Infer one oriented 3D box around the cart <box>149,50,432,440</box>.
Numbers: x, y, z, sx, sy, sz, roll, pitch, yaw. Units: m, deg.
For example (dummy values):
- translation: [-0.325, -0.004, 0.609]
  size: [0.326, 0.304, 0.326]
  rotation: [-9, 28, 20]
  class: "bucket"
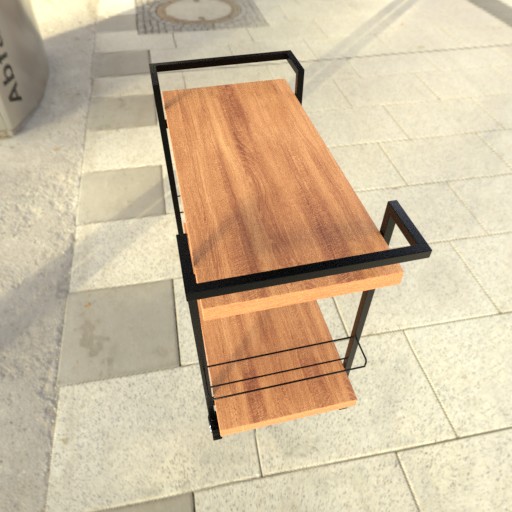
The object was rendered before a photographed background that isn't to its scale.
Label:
- translation: [0.000, 0.000, 1.223]
  size: [0.406, 0.762, 0.806]
  rotation: [-10, 47, -9]
  class: "cart"
